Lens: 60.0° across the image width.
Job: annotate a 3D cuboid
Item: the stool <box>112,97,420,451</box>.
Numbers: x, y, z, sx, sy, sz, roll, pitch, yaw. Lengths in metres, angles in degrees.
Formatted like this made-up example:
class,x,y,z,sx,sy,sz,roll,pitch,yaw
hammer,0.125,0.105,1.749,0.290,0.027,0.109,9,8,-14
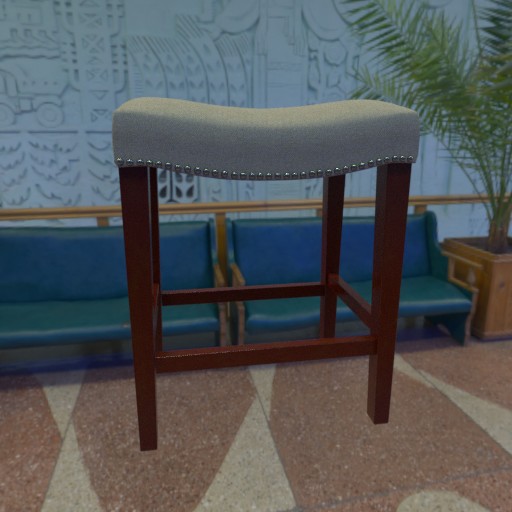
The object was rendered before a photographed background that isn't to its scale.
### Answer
class,x,y,z,sx,sy,sz,roll,pitch,yaw
stool,0.000,0.000,0.949,0.509,0.632,0.375,-3,16,-9
